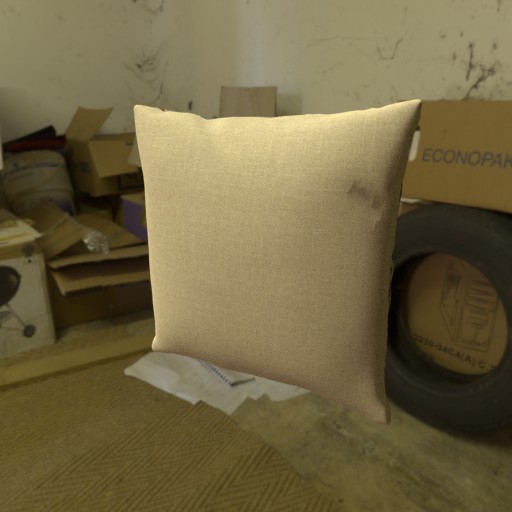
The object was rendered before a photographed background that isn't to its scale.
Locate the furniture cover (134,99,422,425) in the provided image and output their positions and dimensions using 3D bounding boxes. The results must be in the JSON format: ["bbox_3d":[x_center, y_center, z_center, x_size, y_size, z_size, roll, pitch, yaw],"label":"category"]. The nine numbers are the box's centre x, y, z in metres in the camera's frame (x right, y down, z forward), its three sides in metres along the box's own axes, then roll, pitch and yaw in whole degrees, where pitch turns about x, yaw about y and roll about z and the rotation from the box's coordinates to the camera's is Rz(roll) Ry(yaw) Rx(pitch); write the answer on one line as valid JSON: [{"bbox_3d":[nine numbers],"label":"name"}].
[{"bbox_3d":[0.000,0.000,0.656,0.431,0.431,0.139,10,20,28],"label":"furniture cover"}]
